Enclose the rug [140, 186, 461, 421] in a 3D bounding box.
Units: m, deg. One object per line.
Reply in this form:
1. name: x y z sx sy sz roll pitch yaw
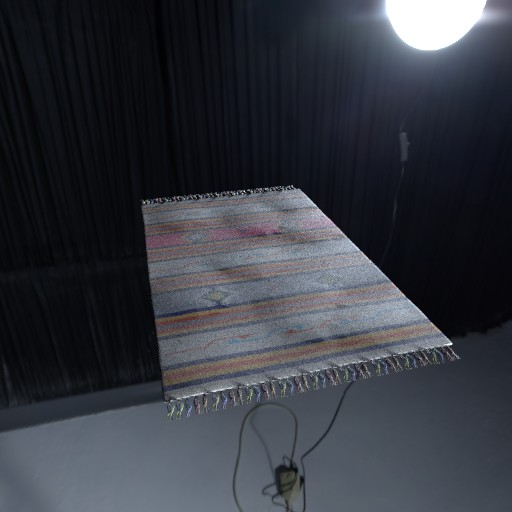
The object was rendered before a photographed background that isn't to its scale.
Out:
1. rug: 0.000 0.000 2.260 1.084 0.013 1.849 -8 30 -13
